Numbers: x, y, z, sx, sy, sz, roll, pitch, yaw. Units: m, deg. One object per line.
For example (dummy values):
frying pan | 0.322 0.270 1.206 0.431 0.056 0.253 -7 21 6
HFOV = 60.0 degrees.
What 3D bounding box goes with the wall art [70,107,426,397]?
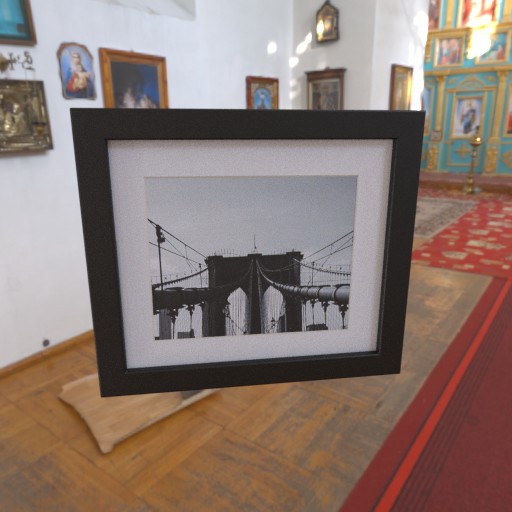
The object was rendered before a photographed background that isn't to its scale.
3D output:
wall art | 0.000 0.000 0.526 0.380 0.330 0.028 -2 16 -8
